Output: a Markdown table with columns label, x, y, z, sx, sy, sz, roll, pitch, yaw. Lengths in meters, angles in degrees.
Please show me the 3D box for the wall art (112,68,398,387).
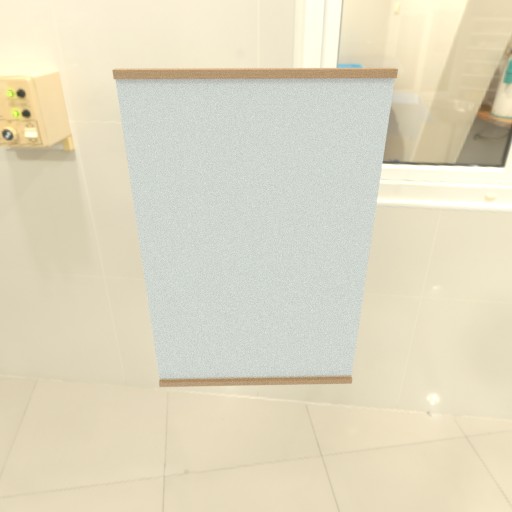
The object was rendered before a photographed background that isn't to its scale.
| label | x | y | z | sx | sy | sz | roll | pitch | yaw |
| --- | --- | --- | --- | --- | --- | --- | --- | --- | --- |
| wall art | 0.000 | 0.000 | 0.652 | 0.335 | 0.510 | 0.013 | -1 | 30 | -1 |
